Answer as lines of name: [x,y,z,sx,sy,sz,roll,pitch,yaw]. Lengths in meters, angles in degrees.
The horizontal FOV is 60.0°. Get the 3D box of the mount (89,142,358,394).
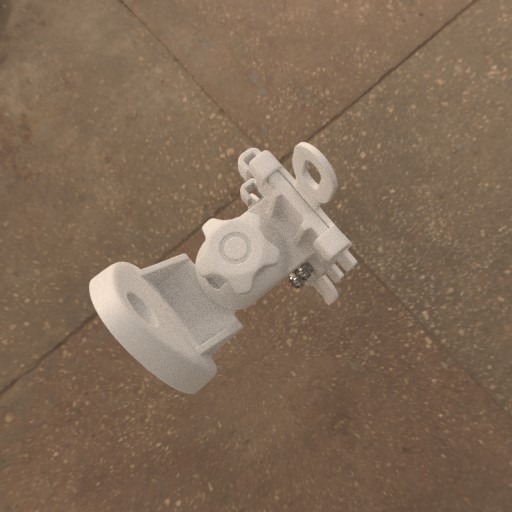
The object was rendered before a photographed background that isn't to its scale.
mount: [0.000,0.000,0.174,0.100,0.118,0.066,-38,79,-8]
